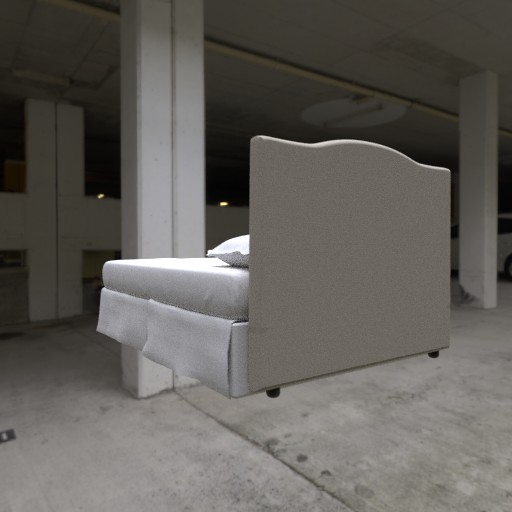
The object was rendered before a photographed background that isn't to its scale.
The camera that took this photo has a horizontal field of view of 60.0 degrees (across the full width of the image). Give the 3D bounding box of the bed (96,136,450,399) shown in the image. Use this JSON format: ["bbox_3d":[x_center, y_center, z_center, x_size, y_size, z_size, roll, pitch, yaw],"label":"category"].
[{"bbox_3d":[0.000,0.000,3.716,1.977,1.437,2.477,-1,1,-35],"label":"bed"}]
